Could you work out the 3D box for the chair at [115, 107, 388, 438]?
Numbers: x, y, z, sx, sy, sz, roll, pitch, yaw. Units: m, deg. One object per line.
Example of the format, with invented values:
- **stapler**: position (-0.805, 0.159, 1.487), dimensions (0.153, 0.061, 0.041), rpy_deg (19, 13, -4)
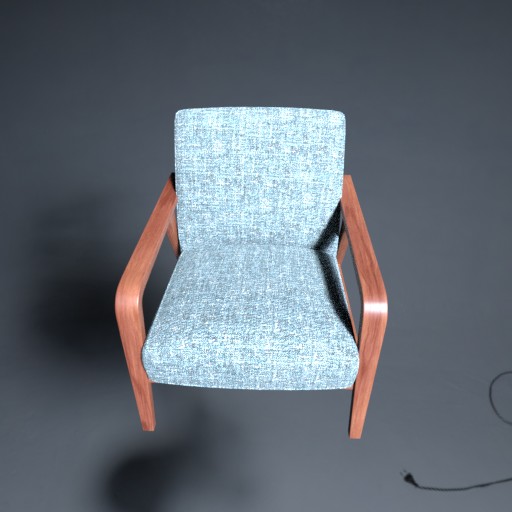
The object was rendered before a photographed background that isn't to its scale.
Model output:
- **chair**: position (0.000, 0.000, 1.521), dimensions (0.719, 0.864, 0.889), rpy_deg (1, 31, 2)
